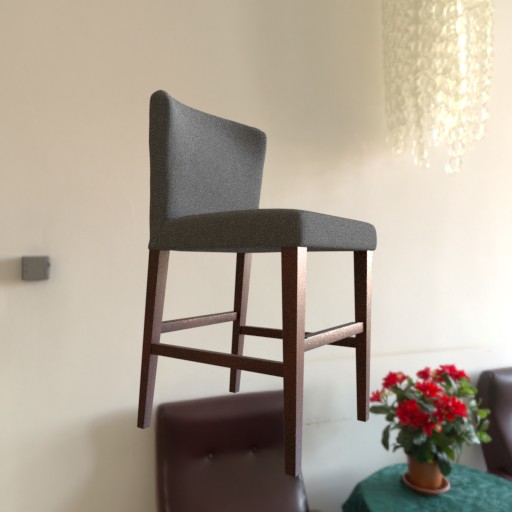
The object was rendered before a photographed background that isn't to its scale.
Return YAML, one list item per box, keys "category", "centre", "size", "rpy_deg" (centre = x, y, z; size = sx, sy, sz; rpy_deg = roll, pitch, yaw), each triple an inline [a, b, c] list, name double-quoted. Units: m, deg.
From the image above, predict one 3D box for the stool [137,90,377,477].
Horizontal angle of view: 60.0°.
- category: "stool"
  centre: [0.000, 0.000, 1.289]
  size: [0.568, 0.968, 0.479]
  rpy_deg: [-1, -1, 35]
